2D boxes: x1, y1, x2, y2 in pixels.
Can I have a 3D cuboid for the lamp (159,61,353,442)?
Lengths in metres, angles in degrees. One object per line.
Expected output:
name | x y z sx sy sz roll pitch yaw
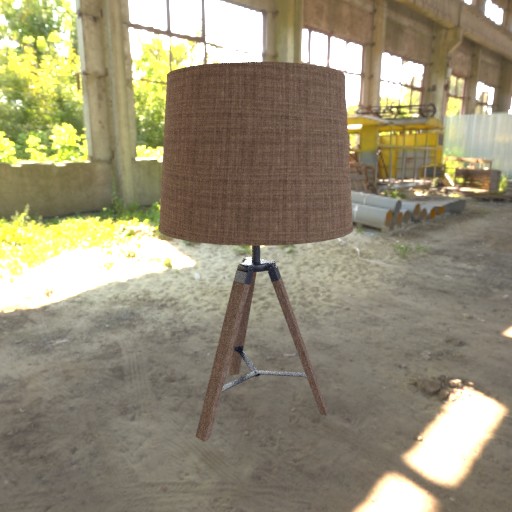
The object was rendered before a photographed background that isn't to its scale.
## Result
lamp | 0.000 0.000 0.684 0.290 0.514 0.290 0 13 0
